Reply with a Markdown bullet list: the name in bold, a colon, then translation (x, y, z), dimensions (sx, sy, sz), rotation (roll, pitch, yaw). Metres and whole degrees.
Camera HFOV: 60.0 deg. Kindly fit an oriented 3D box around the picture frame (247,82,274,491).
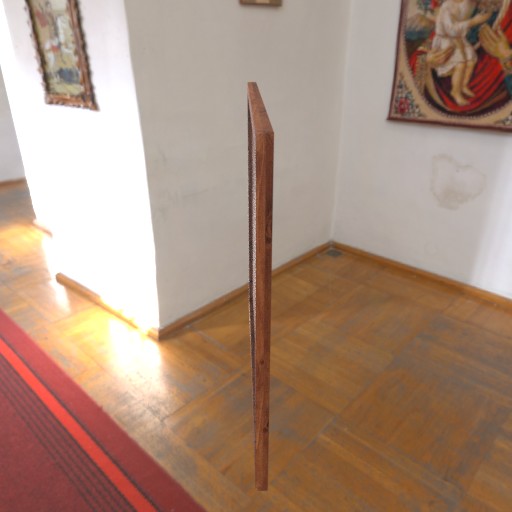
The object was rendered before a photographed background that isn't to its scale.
- **picture frame**: translation (0.000, 0.000, 1.209), dimensions (0.029, 0.817, 0.810), rotation (-1, 26, -2)
